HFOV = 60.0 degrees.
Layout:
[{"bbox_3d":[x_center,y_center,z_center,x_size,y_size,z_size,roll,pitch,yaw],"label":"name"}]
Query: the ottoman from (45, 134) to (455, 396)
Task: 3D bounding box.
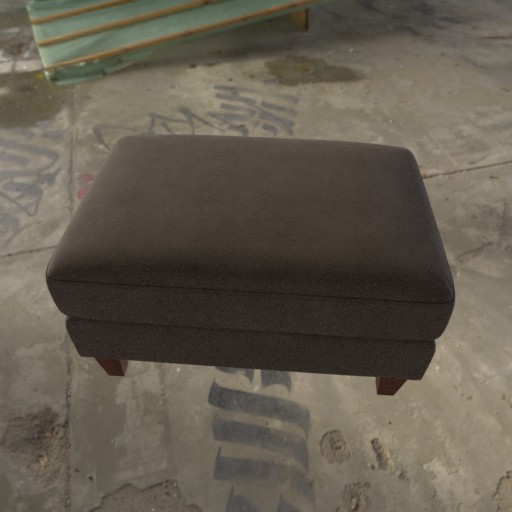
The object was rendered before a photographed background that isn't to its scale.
[{"bbox_3d":[0.000,0.000,1.199,0.864,0.483,0.584,3,46,3],"label":"ottoman"}]
